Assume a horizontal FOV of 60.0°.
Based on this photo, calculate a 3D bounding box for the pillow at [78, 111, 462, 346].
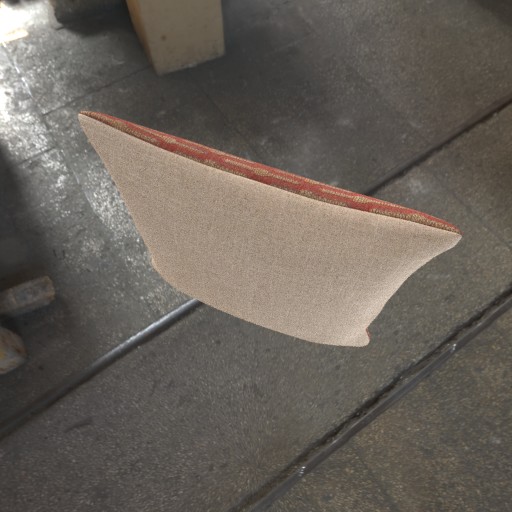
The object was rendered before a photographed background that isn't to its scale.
[{"bbox_3d":[0.000,0.000,0.767,0.511,0.503,0.182,19,66,9],"label":"pillow"}]
